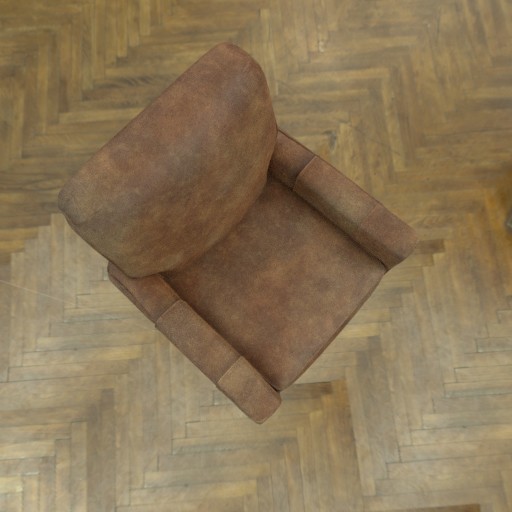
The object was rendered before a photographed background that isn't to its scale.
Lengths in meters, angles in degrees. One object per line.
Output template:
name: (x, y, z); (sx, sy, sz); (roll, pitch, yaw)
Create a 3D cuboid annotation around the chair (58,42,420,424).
chair: (0.000, 0.000, 1.610); (0.836, 1.043, 0.843); (42, 80, 9)
